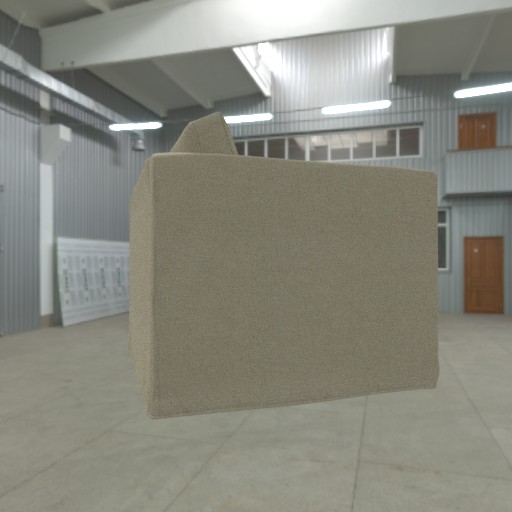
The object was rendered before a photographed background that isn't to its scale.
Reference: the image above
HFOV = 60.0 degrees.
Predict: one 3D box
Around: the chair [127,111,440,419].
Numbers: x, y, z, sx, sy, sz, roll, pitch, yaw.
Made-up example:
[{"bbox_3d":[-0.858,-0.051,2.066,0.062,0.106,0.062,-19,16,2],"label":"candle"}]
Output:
[{"bbox_3d":[0.000,0.000,1.776,0.949,0.863,1.057,0,0,-19],"label":"chair"}]
